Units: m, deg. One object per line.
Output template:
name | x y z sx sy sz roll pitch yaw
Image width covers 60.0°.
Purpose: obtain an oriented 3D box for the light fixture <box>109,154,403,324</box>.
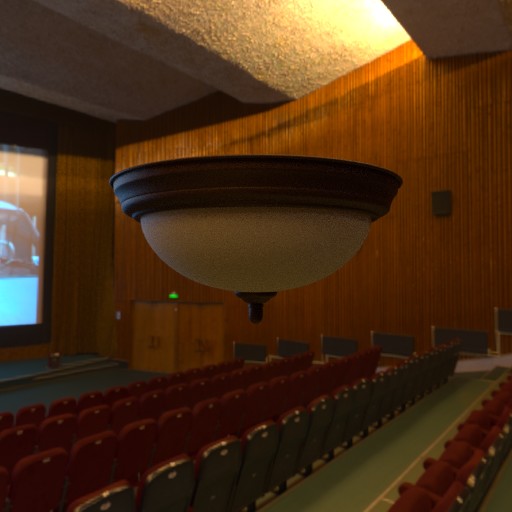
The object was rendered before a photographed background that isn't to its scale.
light fixture | 0.000 0.000 0.443 0.280 0.135 0.280 0 -1 0
